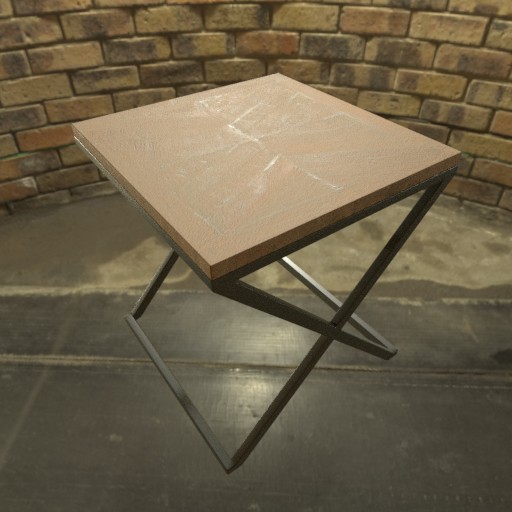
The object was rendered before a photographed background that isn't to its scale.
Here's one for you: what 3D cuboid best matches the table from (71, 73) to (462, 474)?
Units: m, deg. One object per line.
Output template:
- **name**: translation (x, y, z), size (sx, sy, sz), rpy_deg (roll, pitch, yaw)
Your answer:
- **table**: translation (0.000, 0.000, 0.960), size (0.498, 0.550, 0.499), rpy_deg (-25, 46, -27)
